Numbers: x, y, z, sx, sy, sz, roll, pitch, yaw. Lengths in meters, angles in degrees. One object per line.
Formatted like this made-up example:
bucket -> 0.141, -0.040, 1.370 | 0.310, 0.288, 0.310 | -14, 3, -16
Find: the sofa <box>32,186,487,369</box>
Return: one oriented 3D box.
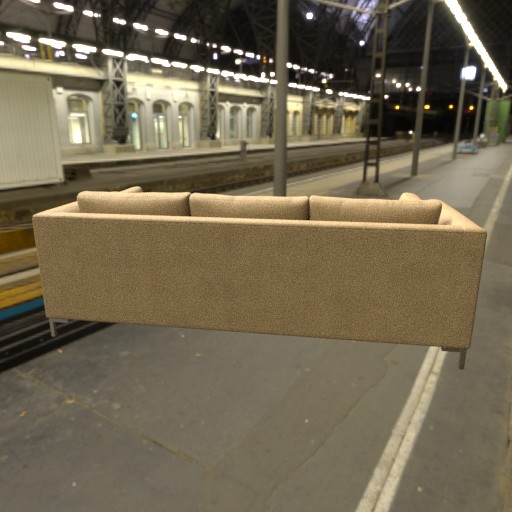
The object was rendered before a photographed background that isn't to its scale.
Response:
sofa -> 0.000, 0.000, 2.855 | 2.415, 0.867, 0.969 | 3, 16, 9
